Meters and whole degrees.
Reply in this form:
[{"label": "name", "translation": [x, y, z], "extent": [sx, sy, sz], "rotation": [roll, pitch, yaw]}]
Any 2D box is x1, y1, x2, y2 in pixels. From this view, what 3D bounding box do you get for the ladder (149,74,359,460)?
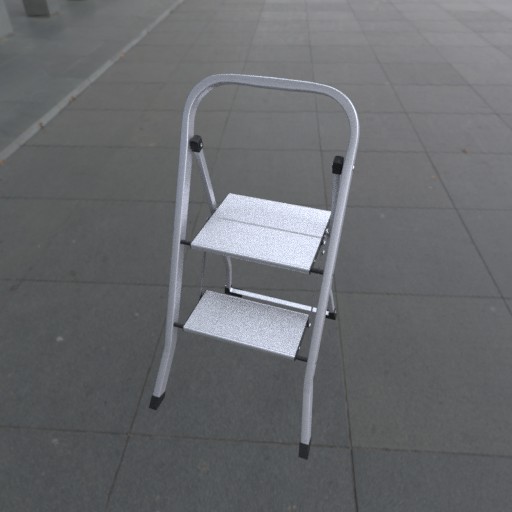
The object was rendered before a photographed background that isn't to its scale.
[{"label": "ladder", "translation": [0.000, 0.000, 1.142], "extent": [0.465, 0.830, 0.530], "rotation": [12, 40, 15]}]
